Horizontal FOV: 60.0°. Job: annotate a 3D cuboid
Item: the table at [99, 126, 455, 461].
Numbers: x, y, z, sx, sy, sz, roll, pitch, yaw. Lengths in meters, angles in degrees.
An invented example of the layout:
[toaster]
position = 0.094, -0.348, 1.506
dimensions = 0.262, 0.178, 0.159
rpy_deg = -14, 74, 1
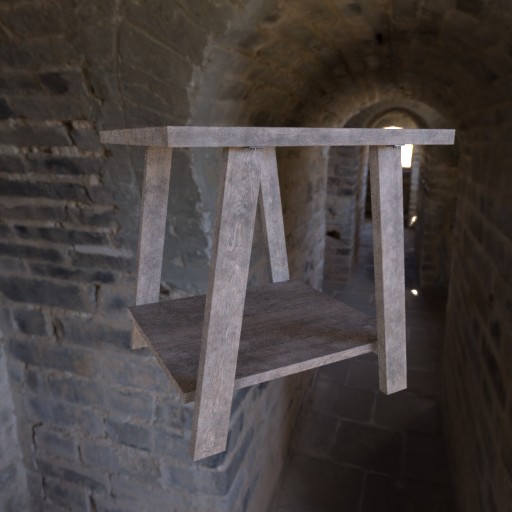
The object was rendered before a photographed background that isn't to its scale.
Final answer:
[table]
position = 0.000, 0.000, 1.117
dimensions = 0.610, 0.610, 0.610
rpy_deg = -8, 17, -27
